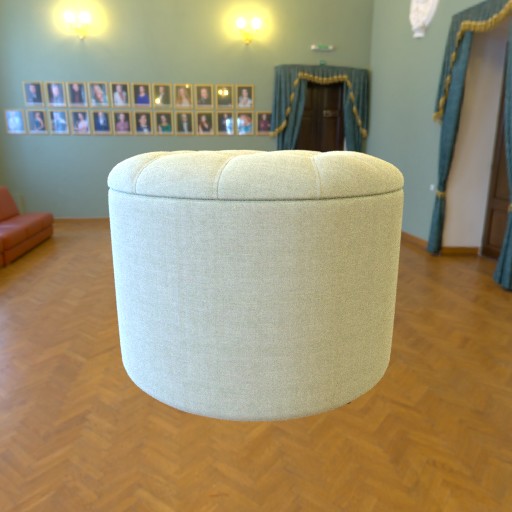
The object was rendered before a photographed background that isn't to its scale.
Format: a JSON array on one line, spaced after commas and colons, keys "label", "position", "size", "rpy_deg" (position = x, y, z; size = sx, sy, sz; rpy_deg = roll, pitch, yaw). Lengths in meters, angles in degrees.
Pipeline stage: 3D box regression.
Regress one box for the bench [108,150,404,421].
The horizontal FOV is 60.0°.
[{"label": "bench", "position": [0.000, 0.000, 0.979], "size": [0.600, 0.453, 0.600], "rpy_deg": [0, 14, 0]}]
